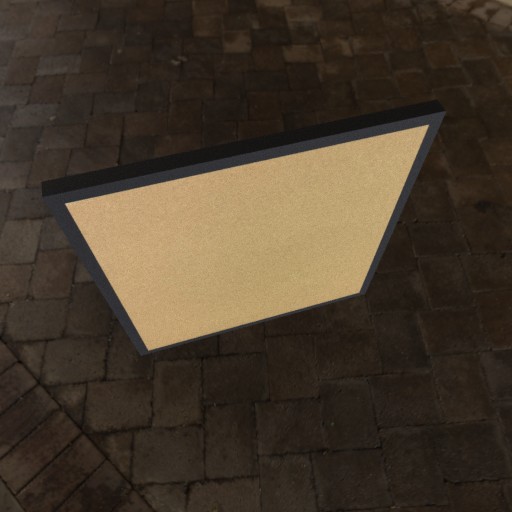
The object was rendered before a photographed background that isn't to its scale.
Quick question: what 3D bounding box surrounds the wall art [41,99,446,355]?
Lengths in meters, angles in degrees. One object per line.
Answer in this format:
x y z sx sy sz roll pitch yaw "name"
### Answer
0.000 0.000 1.132 0.762 0.760 0.037 -14 58 -9 "wall art"
